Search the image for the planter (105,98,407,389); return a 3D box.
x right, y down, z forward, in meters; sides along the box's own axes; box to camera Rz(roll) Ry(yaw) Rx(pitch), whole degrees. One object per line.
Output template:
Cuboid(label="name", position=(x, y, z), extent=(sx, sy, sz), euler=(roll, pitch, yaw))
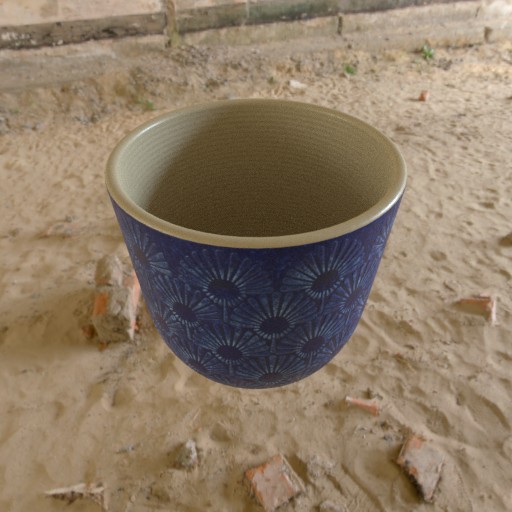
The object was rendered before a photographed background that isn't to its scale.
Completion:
Cuboid(label="planter", position=(0.000, 0.000, 0.371), extent=(0.206, 0.190, 0.206), euler=(0, 40, 0))
